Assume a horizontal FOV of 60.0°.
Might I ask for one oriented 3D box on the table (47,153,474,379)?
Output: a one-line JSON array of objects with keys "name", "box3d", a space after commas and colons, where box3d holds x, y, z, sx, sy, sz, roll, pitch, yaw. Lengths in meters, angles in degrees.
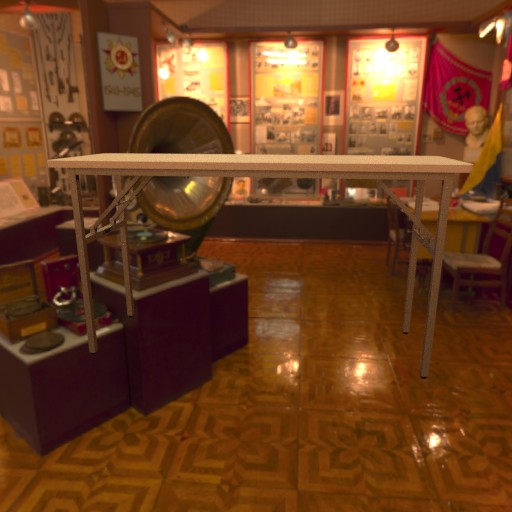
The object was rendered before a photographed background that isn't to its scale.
[{"name": "table", "box3d": [0.000, 0.000, 1.733, 1.397, 0.750, 0.446, 2, 16, 8]}]
